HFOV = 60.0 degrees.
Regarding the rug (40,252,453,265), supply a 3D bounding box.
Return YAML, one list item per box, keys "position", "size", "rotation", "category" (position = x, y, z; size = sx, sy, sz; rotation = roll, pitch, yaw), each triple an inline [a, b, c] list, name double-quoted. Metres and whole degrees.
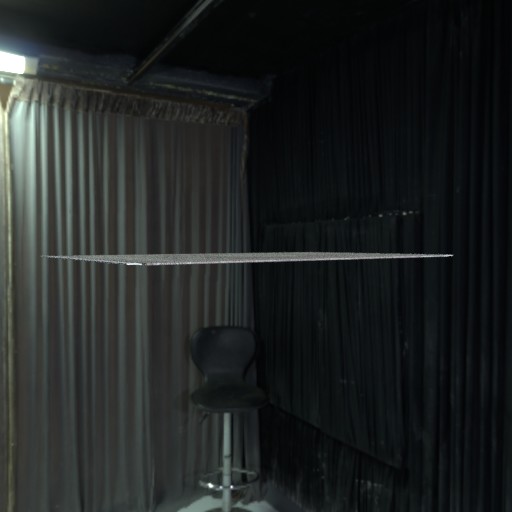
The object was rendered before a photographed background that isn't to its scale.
- position: [0.000, 0.000, 3.068]
  size: [2.440, 0.010, 1.528]
  rotation: [-1, 2, -38]
  category: "rug"
